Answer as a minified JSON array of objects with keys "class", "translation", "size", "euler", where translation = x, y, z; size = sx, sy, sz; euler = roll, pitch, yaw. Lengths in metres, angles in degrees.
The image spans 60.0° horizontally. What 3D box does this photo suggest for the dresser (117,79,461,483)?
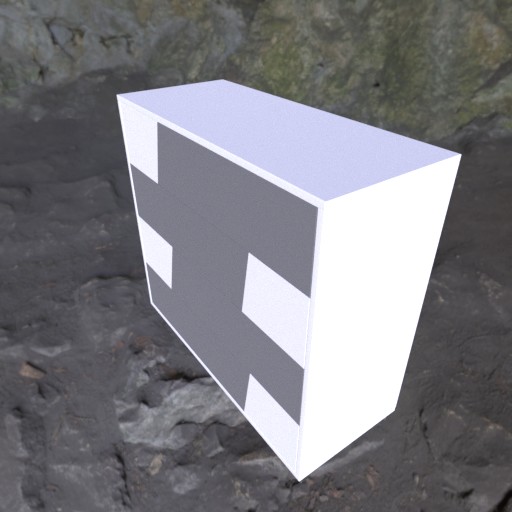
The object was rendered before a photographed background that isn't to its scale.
[{"class":"dresser","translation":[0.000,0.000,1.626],"size":[0.460,1.000,1.100],"euler":[-21,39,-30]}]
